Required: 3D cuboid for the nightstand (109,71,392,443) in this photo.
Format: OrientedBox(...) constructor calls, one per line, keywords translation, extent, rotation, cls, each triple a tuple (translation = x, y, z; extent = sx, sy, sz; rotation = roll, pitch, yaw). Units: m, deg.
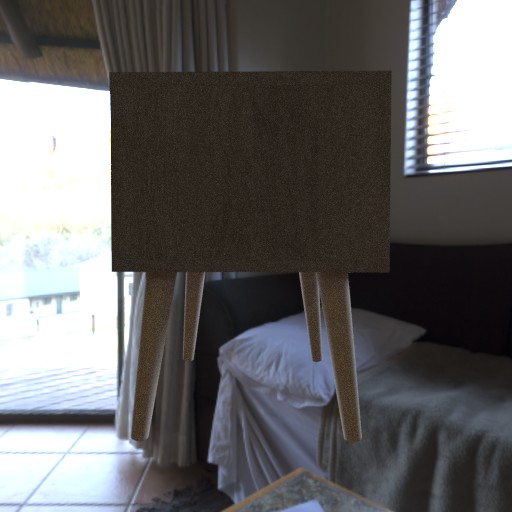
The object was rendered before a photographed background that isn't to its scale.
OrientedBox(translation=(0.000, 0.000, 0.814), extent=(0.380, 0.500, 0.450), rotation=(0, 2, 1), cls="nightstand")
